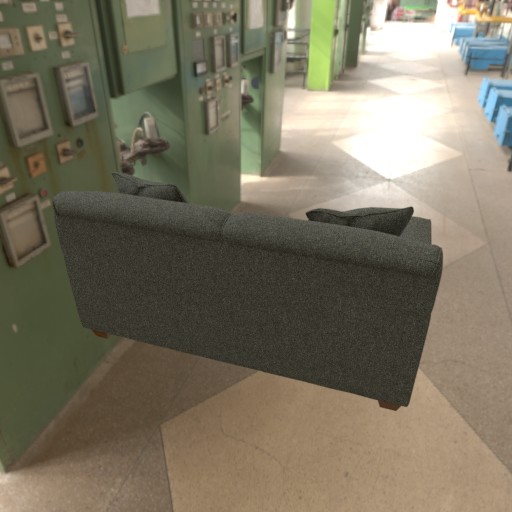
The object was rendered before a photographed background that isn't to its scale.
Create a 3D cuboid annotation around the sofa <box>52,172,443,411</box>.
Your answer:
[{"bbox_3d":[0.000,0.000,2.529,1.846,0.958,0.998,10,32,16],"label":"sofa"}]
